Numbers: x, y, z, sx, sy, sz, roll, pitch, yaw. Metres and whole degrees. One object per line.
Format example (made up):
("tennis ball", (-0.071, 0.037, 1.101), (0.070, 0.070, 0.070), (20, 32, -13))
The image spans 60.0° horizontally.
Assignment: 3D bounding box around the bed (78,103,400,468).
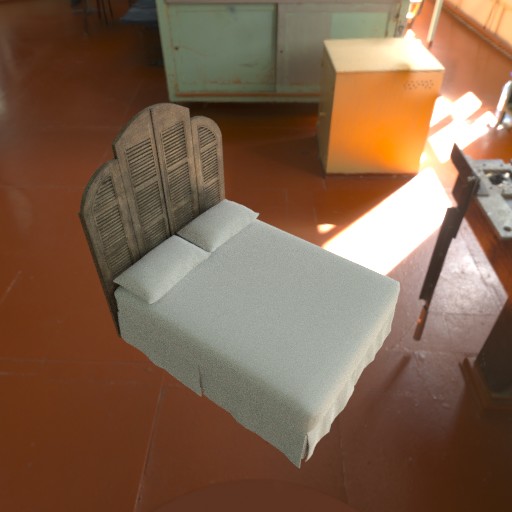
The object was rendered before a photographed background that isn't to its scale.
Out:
("bed", (0.000, 0.000, 3.643), (2.138, 2.019, 1.713), (26, 48, 26))
